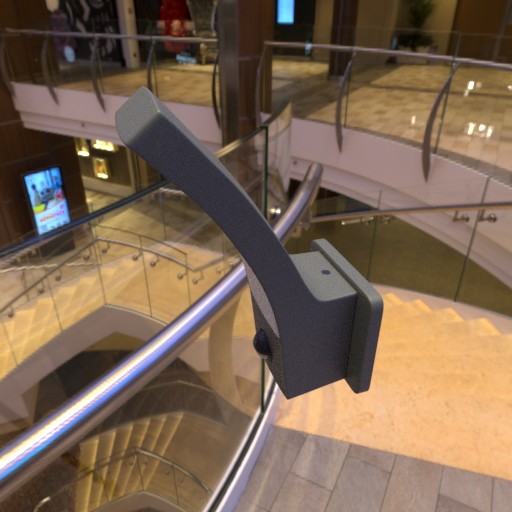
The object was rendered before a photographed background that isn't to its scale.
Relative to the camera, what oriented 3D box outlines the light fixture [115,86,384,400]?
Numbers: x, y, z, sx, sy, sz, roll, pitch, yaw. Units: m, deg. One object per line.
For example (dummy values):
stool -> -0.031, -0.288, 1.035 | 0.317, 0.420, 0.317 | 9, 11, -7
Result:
light fixture -> 0.000, 0.000, 0.337 | 0.174, 0.243, 0.108 | -9, 31, -16
